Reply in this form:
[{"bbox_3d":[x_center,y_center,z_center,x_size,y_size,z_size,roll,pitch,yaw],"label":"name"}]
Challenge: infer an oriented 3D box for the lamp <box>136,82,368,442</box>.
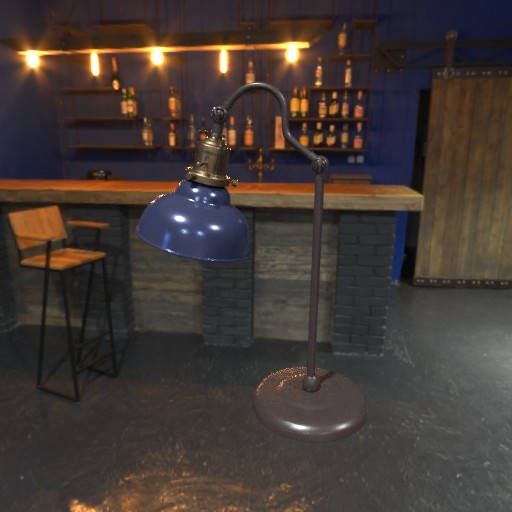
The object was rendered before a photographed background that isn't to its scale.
[{"bbox_3d":[0.000,0.000,0.691,0.374,0.508,0.192,2,15,9],"label":"lamp"}]
